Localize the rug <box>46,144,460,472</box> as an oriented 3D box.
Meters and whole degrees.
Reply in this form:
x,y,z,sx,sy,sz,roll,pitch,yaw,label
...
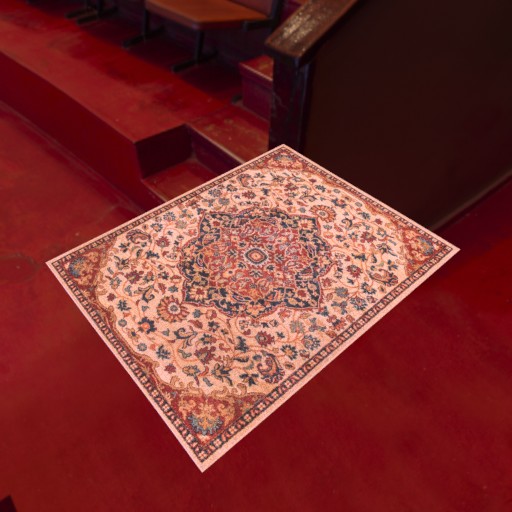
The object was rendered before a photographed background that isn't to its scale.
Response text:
x,y,z,sx,sy,sz,roll,pitch,yaw,label
0.000,0.000,4.188,3.067,0.005,2.454,-32,54,-27,rug
